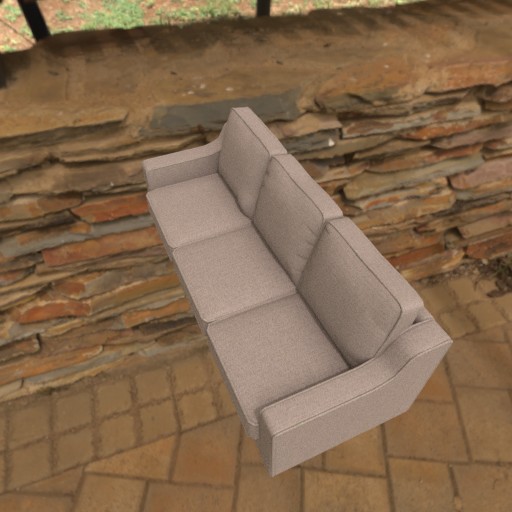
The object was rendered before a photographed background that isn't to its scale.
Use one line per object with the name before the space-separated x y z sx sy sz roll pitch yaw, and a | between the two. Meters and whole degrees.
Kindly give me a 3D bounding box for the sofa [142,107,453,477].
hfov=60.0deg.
sofa | 0.000 0.000 2.641 0.899 0.950 2.129 -18 49 -17
